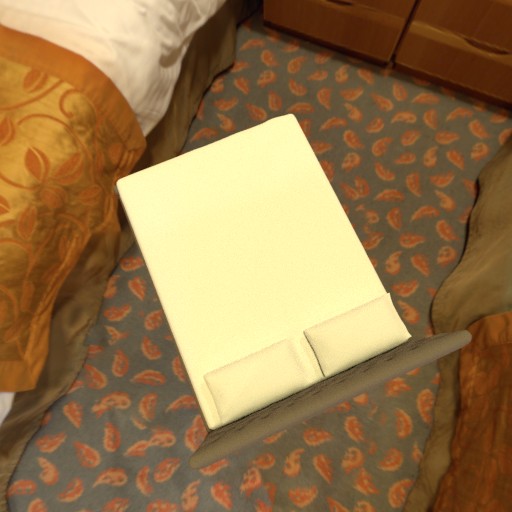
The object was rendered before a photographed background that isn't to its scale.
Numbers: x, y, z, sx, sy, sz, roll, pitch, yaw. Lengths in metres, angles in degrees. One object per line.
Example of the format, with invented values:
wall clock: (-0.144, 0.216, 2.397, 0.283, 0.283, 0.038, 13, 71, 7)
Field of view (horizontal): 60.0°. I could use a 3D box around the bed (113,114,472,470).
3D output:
bed: (0.000, 0.000, 3.306, 1.696, 1.426, 2.233, -23, 76, -6)
